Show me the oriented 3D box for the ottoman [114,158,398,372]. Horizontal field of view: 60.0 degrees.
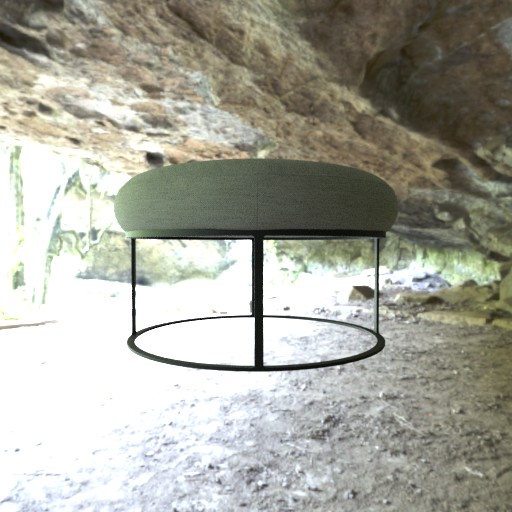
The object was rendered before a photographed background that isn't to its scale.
[{"bbox_3d":[0.000,0.000,1.255,0.769,0.459,0.769,0,1,0],"label":"ottoman"}]
